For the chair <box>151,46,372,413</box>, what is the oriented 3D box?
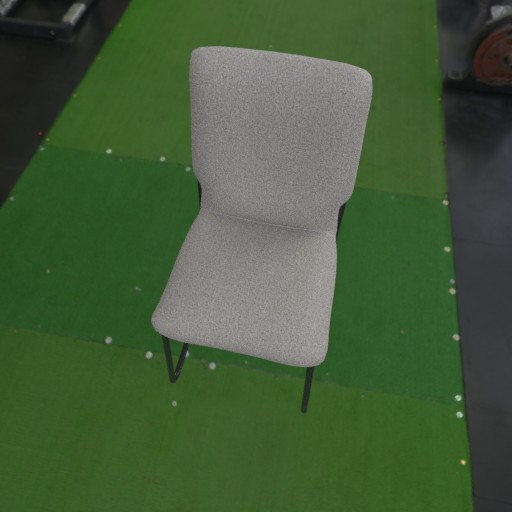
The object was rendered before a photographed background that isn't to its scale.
[{"bbox_3d":[0.000,0.000,1.182,0.448,0.864,0.560,11,59,7],"label":"chair"}]
